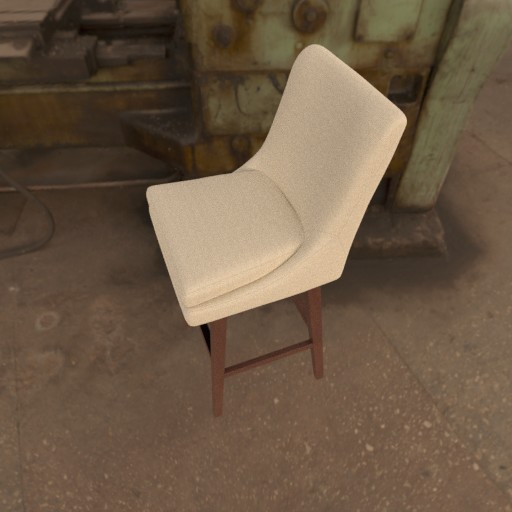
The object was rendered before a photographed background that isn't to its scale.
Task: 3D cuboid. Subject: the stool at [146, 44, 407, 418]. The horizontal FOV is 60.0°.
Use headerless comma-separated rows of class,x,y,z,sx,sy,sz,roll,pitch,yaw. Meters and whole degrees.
stool,0.000,0.000,1.403,0.559,1.093,0.483,-16,49,-14
